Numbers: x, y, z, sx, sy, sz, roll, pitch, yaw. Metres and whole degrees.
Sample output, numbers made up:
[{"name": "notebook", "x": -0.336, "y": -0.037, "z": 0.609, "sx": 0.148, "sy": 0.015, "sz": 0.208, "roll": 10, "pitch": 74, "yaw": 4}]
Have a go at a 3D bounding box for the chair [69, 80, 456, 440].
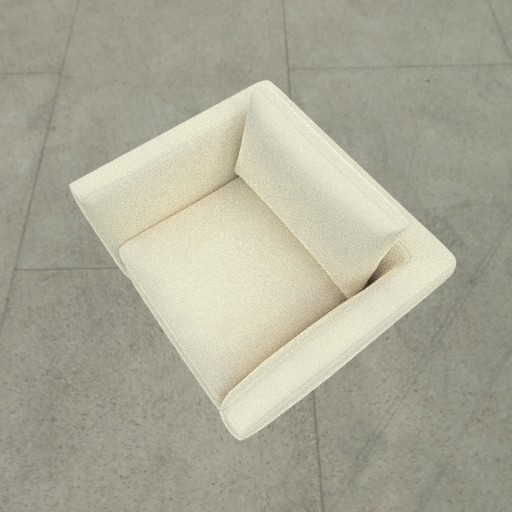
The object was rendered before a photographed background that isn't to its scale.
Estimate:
[{"name": "chair", "x": 0.000, "y": 0.000, "z": 1.701, "sx": 0.889, "sy": 0.865, "sz": 1.041, "roll": -34, "pitch": 68, "yaw": -15}]
